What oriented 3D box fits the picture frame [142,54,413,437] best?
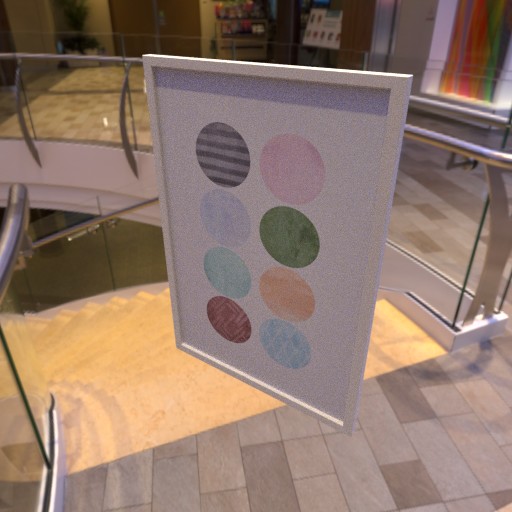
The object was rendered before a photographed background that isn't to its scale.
[{"bbox_3d":[0.000,0.000,0.542,0.305,0.434,0.013,19,35,29],"label":"picture frame"}]
